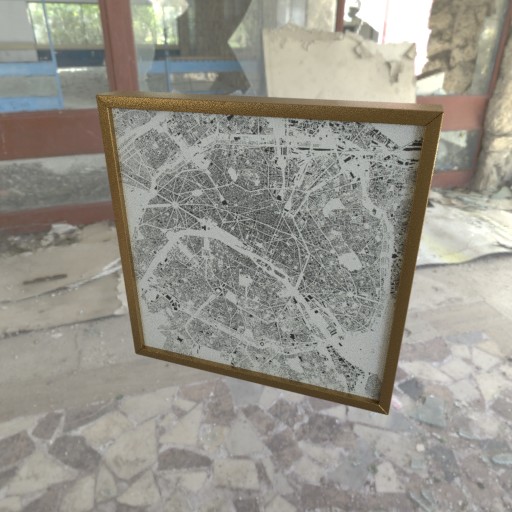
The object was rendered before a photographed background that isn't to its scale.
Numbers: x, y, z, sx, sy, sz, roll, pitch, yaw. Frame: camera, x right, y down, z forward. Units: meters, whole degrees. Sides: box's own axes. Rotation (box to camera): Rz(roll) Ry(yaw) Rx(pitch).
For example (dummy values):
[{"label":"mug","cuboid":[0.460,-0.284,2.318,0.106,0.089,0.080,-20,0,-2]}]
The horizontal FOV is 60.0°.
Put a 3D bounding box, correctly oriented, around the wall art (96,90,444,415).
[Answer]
[{"label":"wall art","cuboid":[0.000,0.000,0.453,0.305,0.305,0.037,9,28,17]}]
